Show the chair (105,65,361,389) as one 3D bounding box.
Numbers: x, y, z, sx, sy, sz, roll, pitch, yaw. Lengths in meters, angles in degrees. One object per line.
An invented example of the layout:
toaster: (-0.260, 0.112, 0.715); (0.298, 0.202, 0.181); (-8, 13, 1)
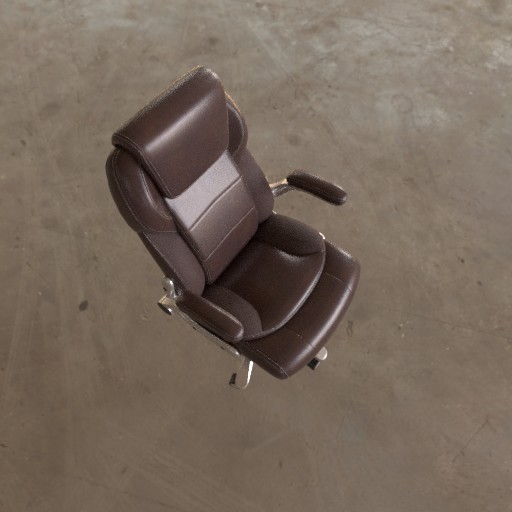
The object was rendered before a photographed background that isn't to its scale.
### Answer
chair: (0.000, 0.000, 1.678); (0.774, 1.160, 0.733); (31, 63, 18)
